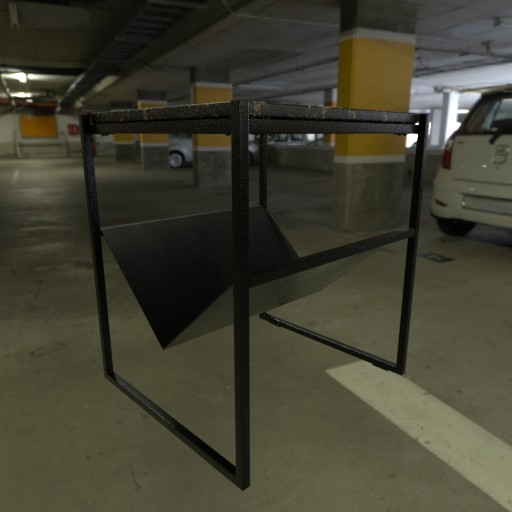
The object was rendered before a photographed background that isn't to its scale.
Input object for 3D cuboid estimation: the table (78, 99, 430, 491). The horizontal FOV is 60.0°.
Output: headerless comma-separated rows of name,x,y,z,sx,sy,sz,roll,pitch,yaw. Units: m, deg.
table,0.000,0.000,0.869,0.469,0.534,0.432,-14,21,-42
